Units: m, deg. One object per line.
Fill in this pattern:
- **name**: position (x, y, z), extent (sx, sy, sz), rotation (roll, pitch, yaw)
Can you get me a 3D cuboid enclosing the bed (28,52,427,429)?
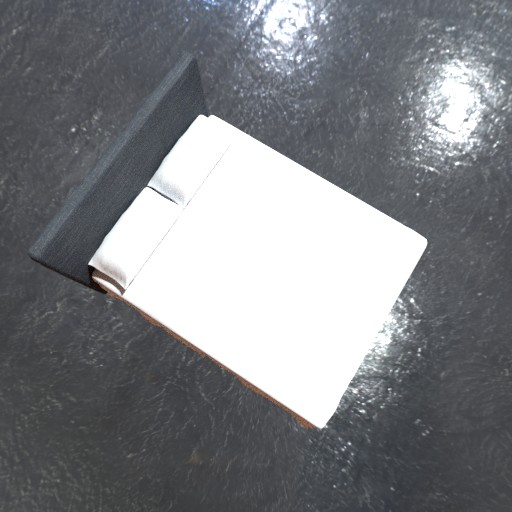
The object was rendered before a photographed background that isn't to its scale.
- **bed**: position (0.000, 0.000, 3.237), extent (2.142, 1.330, 1.723), rotation (32, 78, 7)
